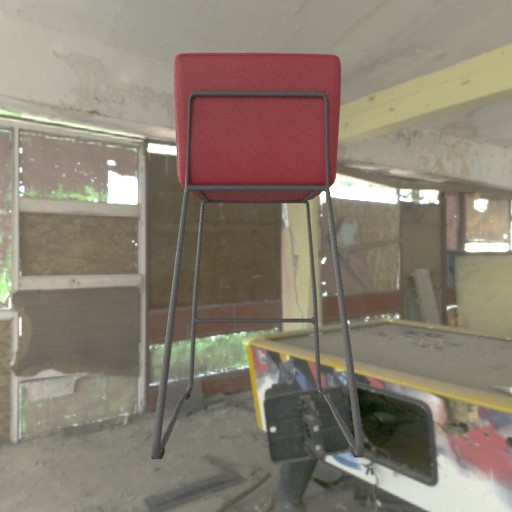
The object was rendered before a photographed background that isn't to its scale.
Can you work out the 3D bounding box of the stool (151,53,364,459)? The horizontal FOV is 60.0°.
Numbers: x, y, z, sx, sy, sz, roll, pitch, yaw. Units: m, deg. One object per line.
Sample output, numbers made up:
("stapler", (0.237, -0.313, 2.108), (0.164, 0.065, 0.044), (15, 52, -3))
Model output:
("stool", (0.000, 0.000, 1.256), (0.489, 0.937, 0.524), (0, 0, -1))
